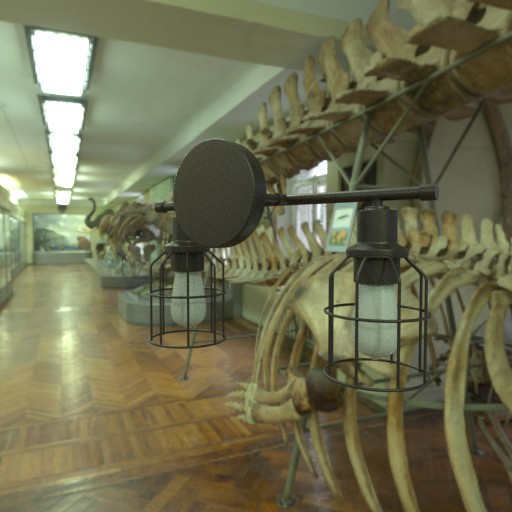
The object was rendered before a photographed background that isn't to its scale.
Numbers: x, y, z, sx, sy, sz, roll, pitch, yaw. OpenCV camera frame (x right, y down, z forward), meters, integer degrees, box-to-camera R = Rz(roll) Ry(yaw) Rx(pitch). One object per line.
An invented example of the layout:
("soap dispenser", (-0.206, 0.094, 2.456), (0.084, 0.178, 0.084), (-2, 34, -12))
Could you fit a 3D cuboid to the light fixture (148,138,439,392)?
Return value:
("light fixture", (0.000, 0.000, 0.541), (0.406, 0.254, 0.165), (2, 3, 36))
